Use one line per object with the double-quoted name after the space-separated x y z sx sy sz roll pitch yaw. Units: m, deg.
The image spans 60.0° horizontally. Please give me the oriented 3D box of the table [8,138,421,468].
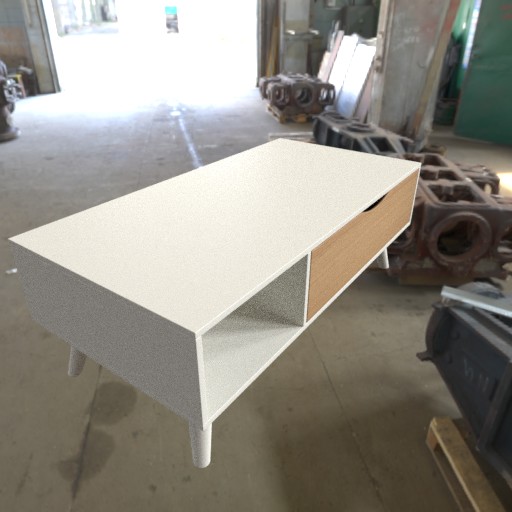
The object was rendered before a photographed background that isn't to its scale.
0.000 0.000 1.435 0.609 0.432 1.194 19 34 31 "table"
